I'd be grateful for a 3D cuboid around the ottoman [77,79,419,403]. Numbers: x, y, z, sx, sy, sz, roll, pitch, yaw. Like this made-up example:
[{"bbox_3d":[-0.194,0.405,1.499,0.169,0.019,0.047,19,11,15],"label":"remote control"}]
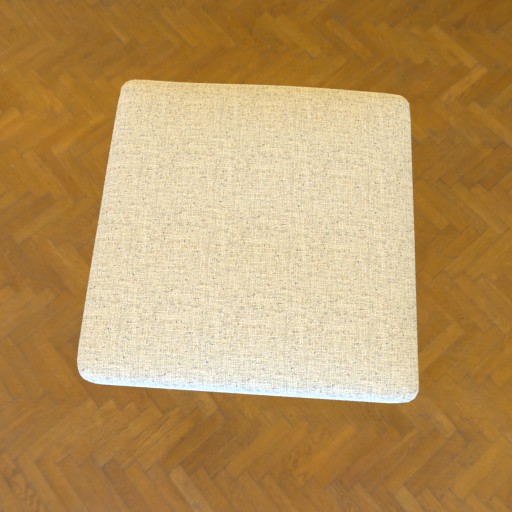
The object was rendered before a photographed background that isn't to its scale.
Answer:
[{"bbox_3d":[0.000,0.000,0.888,0.512,0.453,0.521,3,75,1],"label":"ottoman"}]
